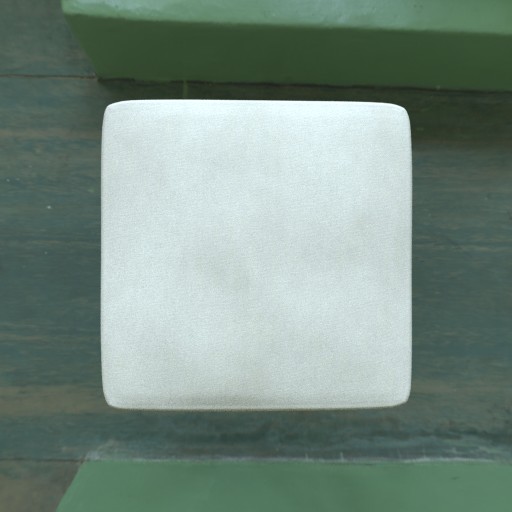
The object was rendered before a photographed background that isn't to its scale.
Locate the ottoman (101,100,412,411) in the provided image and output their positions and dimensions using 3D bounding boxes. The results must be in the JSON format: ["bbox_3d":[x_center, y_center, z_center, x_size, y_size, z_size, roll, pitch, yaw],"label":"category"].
[{"bbox_3d":[0.000,0.000,1.346,0.843,0.441,0.842,0,90,-1],"label":"ottoman"}]
